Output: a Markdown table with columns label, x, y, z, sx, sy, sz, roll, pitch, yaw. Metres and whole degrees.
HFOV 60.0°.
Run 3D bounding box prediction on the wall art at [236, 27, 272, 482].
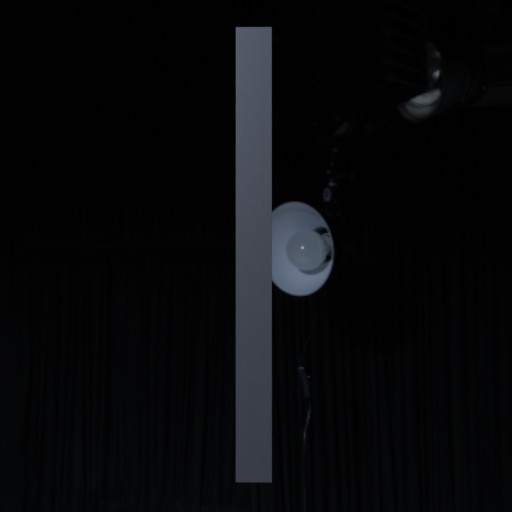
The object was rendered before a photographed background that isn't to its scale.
| label | x | y | z | sx | sy | sz | roll | pitch | yaw |
| --- | --- | --- | --- | --- | --- | --- | --- | --- | --- |
| wall art | 0.000 | 0.000 | 0.750 | 0.040 | 0.509 | 0.509 | 0 | -1 | 1 |
